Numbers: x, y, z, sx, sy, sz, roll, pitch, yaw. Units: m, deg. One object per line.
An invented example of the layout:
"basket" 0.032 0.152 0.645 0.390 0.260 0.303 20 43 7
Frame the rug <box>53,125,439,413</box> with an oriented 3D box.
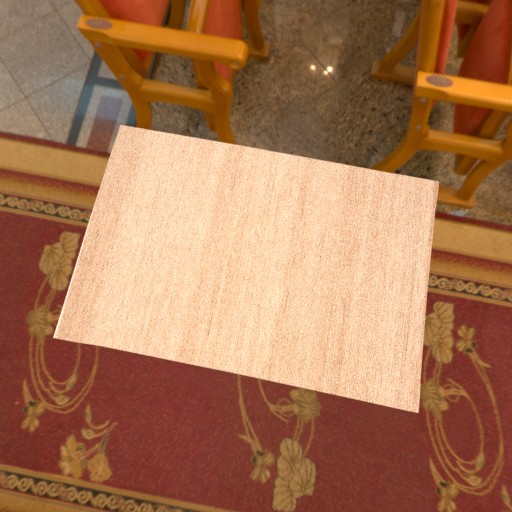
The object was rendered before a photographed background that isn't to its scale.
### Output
"rug" 0.000 0.000 2.978 2.346 0.029 1.574 11 75 3
